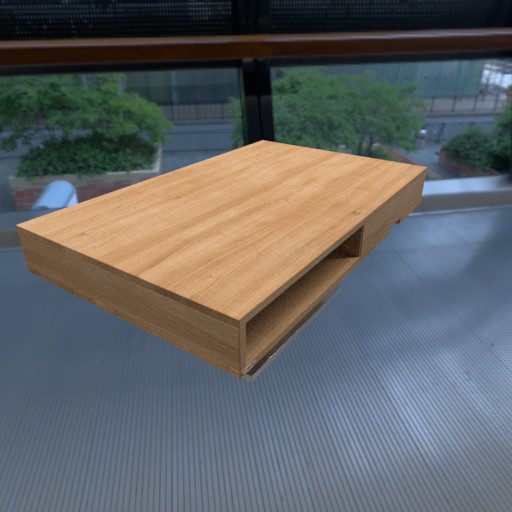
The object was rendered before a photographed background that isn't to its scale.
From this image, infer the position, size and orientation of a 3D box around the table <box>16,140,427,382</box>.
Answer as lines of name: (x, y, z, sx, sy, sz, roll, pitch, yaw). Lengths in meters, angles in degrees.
table: (0.000, 0.000, 1.434, 0.700, 0.440, 1.100, 18, 33, 30)
